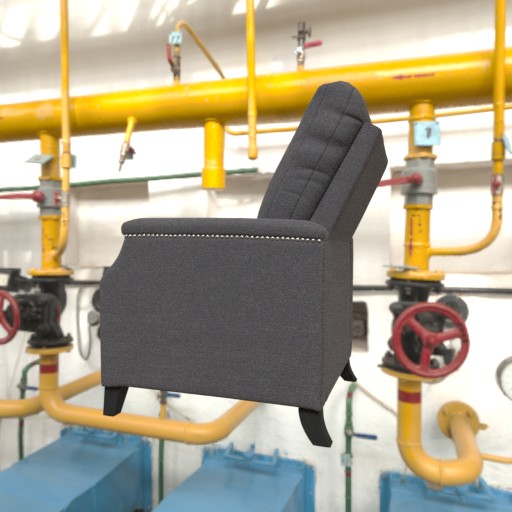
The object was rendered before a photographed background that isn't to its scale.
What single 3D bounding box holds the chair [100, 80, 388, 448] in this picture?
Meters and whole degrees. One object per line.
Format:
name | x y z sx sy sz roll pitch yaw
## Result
chair | 0.000 0.000 1.644 0.922 1.049 0.710 0 1 19
